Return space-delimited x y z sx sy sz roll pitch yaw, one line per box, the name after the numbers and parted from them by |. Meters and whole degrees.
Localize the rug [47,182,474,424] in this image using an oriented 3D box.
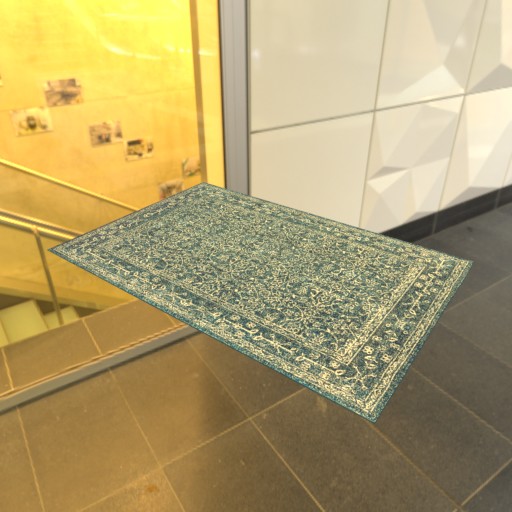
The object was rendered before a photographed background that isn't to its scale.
0.000 0.000 2.254 1.819 0.005 1.200 21 36 31 | rug
